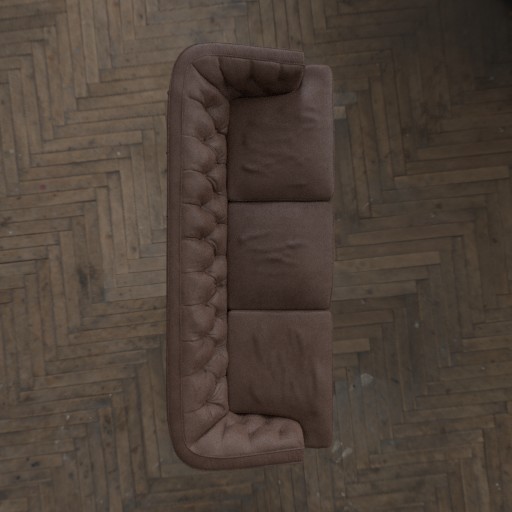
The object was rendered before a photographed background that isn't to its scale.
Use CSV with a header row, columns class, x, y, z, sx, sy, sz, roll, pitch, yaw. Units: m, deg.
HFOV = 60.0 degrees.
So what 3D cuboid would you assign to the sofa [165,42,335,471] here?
class,x,y,z,sx,sy,sz,roll,pitch,yaw
sofa,0.000,0.000,2.610,0.927,0.787,2.227,0,89,0
